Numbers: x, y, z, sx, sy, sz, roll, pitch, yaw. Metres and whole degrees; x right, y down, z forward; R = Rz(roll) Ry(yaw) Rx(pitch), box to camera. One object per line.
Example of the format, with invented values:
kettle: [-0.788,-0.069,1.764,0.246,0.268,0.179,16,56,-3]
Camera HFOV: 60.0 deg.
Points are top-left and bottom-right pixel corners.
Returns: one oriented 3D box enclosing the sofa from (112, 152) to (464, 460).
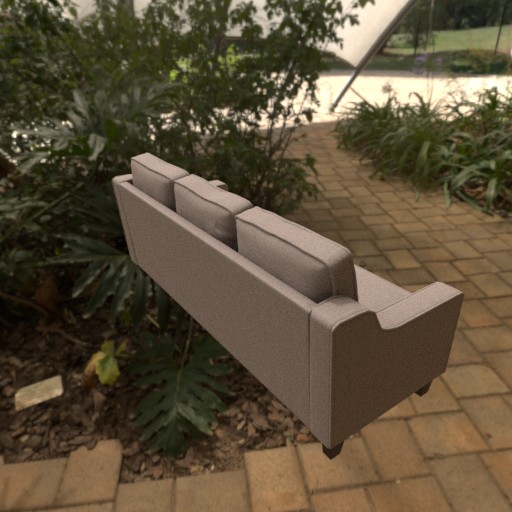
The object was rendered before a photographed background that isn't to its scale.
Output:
sofa: [0.000,0.000,2.625,0.899,0.950,2.129,-18,32,-32]
